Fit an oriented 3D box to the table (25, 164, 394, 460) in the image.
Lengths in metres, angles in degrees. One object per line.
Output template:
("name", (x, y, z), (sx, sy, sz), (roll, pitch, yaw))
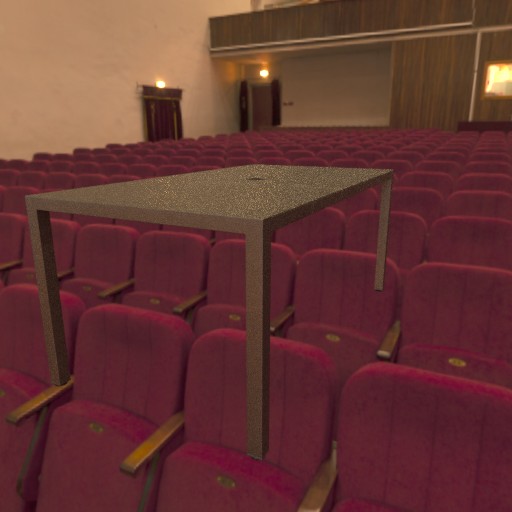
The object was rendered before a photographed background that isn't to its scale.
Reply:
("table", (0.000, 0.000, 2.129), (0.914, 0.735, 1.680), (8, 18, 26))
